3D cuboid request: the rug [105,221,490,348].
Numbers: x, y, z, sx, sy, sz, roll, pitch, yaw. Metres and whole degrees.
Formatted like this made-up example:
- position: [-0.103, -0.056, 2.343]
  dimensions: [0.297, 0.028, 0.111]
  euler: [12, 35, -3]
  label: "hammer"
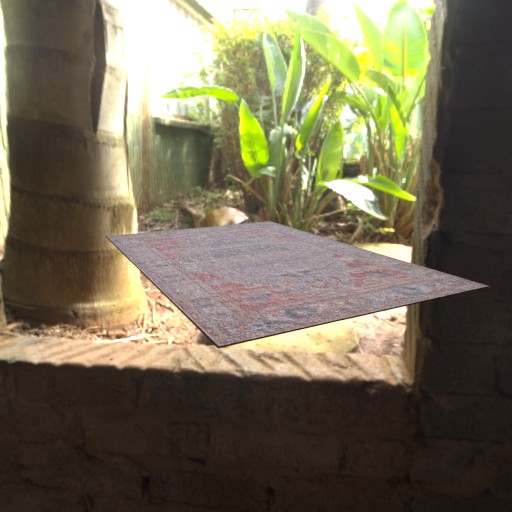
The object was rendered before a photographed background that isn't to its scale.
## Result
- position: [0.000, 0.000, 2.336]
  dimensions: [1.219, 0.005, 1.829]
  euler: [-7, 16, -27]
  label: "rug"
